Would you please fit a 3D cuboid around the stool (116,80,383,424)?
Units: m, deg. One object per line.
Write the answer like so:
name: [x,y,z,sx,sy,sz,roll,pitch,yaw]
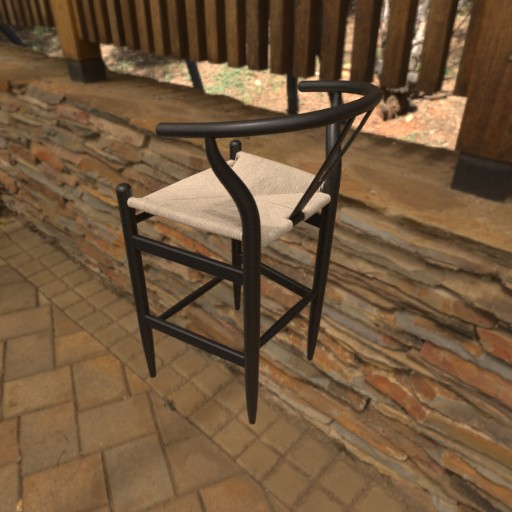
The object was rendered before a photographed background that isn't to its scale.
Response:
stool: [0.000,0.000,1.303,0.579,0.970,0.569,22,38,31]
